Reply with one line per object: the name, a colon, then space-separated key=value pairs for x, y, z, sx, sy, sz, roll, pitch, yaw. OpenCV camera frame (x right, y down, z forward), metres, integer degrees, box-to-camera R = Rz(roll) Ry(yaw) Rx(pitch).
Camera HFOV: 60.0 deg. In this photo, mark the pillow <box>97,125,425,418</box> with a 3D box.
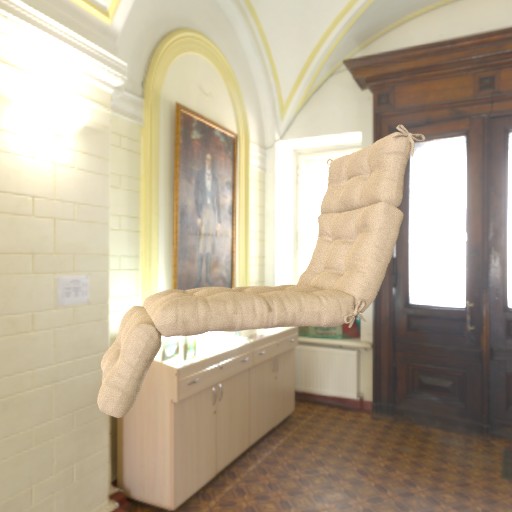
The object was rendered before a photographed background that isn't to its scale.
pillow: x=0.000 y=0.000 z=1.527 sx=1.016 sy=0.863 sz=0.526 roll=0 pitch=-1 yaw=-18
